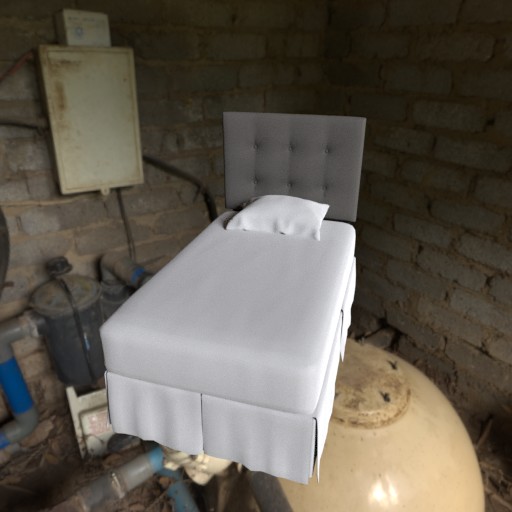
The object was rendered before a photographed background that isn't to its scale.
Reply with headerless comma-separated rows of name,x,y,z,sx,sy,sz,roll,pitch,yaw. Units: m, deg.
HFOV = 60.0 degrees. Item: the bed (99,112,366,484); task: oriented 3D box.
bed,0.000,0.000,2.947,1.261,1.571,1.997,7,26,15
